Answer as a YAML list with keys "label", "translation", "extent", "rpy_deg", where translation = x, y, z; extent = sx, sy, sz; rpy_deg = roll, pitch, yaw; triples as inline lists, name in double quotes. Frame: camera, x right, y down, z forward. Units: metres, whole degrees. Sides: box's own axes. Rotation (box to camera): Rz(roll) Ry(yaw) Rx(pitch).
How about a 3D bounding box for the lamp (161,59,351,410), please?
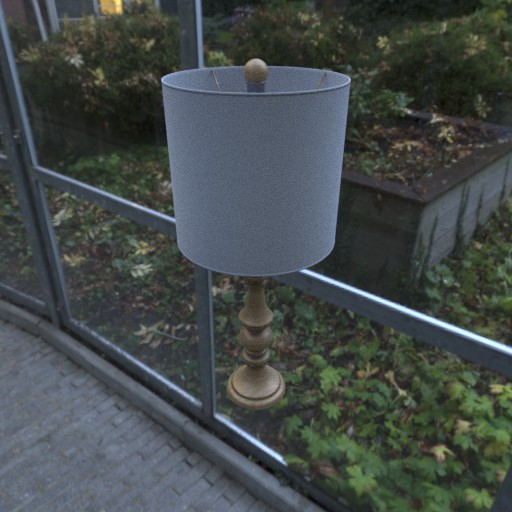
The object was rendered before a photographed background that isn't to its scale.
- label: "lamp"
  translation: [0.000, 0.000, 0.731]
  extent: [0.250, 0.597, 0.250]
  rpy_deg: [-18, 34, -28]
